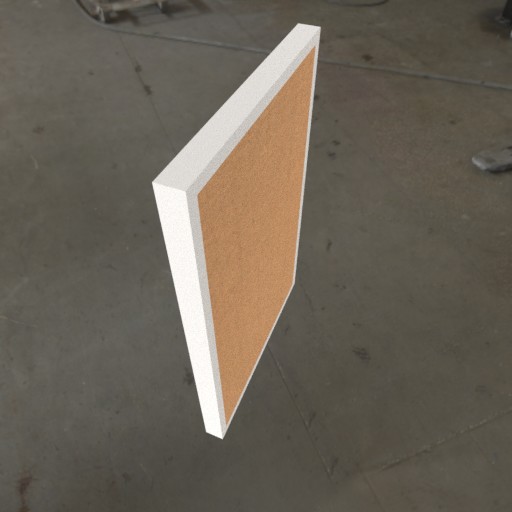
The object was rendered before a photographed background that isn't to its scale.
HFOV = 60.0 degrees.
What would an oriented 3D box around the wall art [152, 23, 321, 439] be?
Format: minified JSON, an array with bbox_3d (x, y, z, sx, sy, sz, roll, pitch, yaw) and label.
[{"bbox_3d":[0.000,0.000,0.535,0.025,0.428,0.293,17,50,15],"label":"wall art"}]
